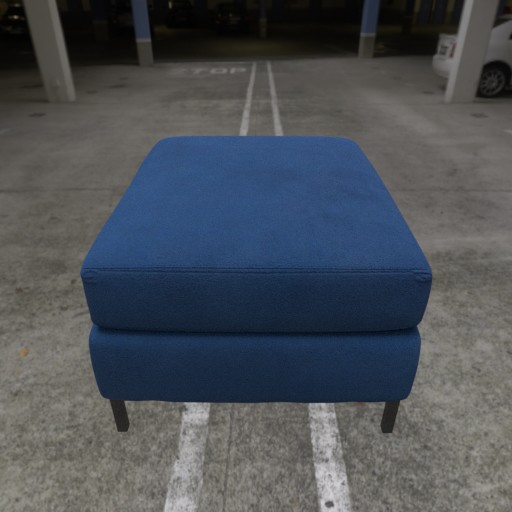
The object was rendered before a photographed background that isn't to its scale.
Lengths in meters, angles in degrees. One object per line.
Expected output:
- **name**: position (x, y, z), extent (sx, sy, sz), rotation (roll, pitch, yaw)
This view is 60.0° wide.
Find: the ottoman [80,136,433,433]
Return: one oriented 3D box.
- **ottoman**: position (0.000, 0.000, 1.174), extent (0.655, 0.485, 0.794), rotation (0, 32, 0)
